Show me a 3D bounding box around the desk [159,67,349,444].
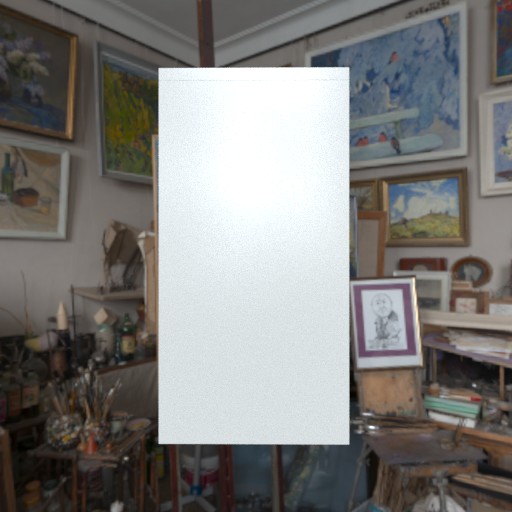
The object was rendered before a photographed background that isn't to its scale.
[{"bbox_3d":[0.000,0.000,1.430,0.400,0.790,1.000,0,0,1],"label":"desk"}]
